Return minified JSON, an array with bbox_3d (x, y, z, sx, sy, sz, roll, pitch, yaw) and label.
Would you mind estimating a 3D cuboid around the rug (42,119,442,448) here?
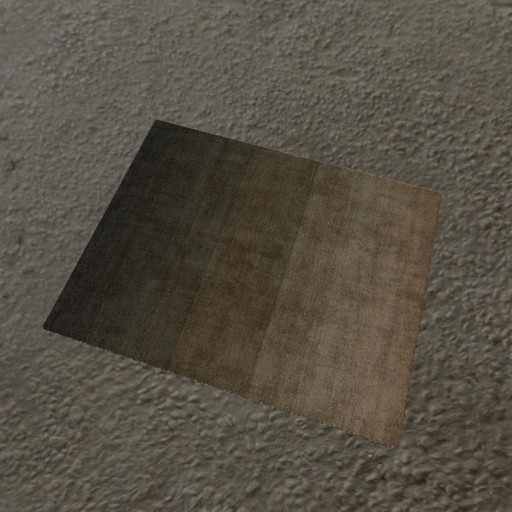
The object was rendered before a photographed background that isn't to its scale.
[{"bbox_3d":[0.000,0.000,3.851,2.902,0.017,2.306,16,66,8],"label":"rug"}]
